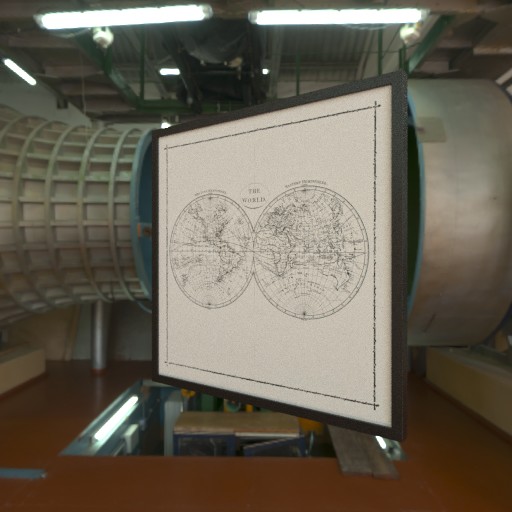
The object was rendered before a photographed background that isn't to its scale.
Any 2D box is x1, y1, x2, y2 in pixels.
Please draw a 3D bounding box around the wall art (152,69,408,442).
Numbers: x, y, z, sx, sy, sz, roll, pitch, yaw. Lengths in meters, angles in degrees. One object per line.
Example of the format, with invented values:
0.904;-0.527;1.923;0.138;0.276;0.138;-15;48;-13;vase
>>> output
0.000;0.000;1.158;0.773;0.775;0.031;0;0;36;wall art
